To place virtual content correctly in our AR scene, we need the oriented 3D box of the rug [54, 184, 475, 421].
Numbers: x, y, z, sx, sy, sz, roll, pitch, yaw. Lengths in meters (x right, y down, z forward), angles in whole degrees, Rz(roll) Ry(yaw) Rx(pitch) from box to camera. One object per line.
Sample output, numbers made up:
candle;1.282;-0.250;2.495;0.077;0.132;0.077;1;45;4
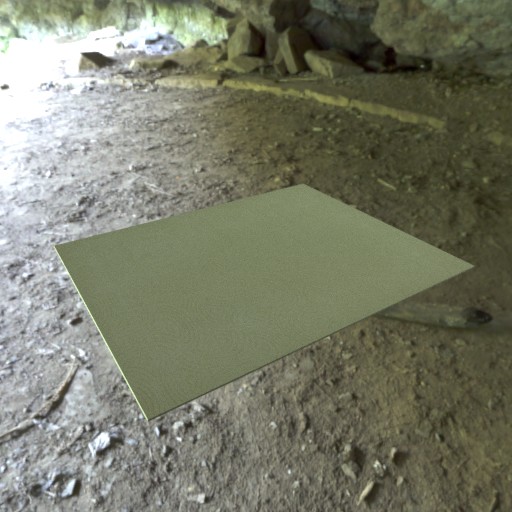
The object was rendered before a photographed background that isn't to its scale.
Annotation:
rug;0.000;0.000;3.469;2.584;0.011;2.073;-18;35;-28
